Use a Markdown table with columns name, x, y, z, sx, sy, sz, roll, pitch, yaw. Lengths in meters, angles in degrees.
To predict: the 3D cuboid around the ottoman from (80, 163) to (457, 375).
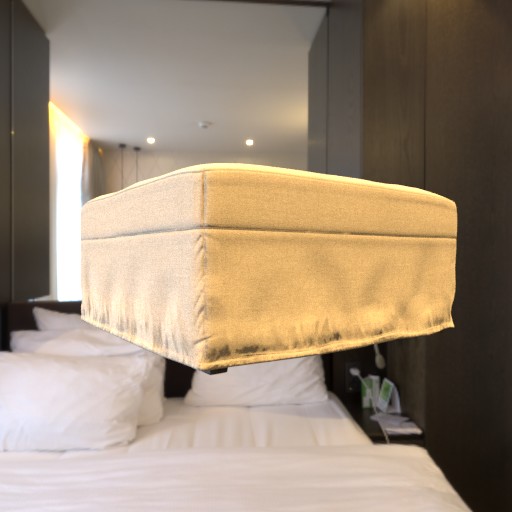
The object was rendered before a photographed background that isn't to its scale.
| name | x | y | z | sx | sy | sz | roll | pitch | yaw |
| --- | --- | --- | --- | --- | --- | --- | --- | --- | --- |
| ottoman | 0.000 | 0.000 | 1.340 | 0.840 | 0.436 | 0.843 | 0 | 0 | -36 |
